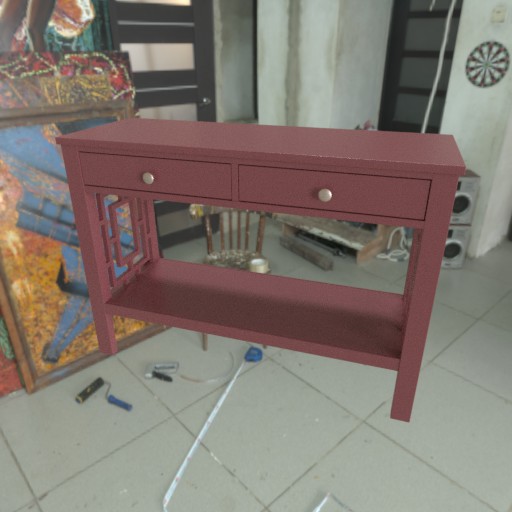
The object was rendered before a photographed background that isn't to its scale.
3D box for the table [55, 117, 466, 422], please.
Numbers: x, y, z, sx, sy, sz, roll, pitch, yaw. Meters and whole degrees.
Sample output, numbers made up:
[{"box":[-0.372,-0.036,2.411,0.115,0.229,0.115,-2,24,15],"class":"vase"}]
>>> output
[{"box":[0.000,0.000,1.421,1.068,0.753,0.397,8,27,16],"class":"table"}]
